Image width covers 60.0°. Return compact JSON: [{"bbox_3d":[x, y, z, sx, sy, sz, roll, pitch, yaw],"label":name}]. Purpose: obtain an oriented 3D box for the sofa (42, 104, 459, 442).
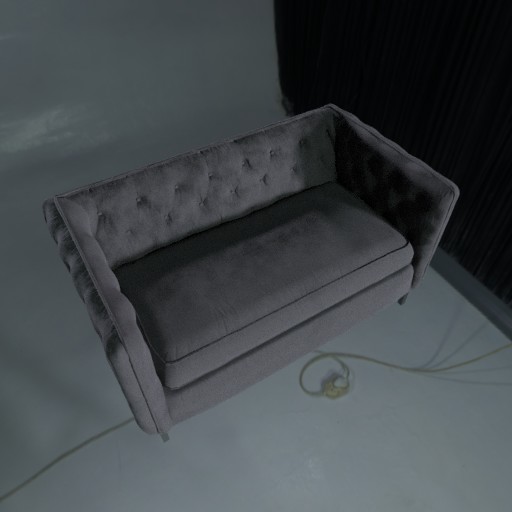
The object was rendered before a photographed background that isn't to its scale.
[{"bbox_3d":[0.000,0.000,2.122,1.583,0.810,0.909,-24,51,-21],"label":"sofa"}]
